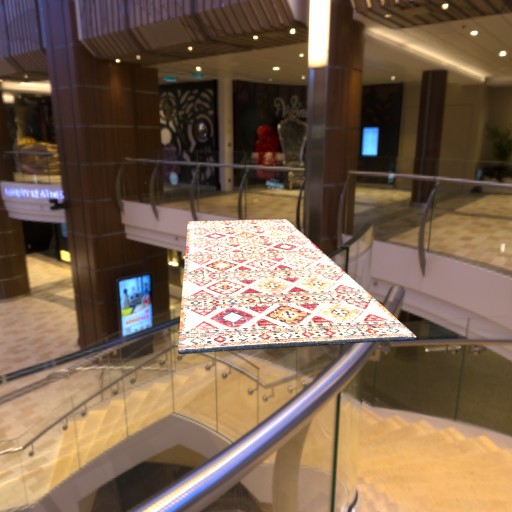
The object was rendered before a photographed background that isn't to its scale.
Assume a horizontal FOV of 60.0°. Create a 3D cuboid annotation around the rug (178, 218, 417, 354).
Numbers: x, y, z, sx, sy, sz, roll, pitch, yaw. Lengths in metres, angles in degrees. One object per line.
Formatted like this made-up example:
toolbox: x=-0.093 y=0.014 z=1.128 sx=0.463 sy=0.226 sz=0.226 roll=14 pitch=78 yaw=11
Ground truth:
rug: x=0.000 y=0.000 z=2.622 sx=0.832 sy=0.008 sz=2.362 roll=-2 pitch=15 yaw=-7
